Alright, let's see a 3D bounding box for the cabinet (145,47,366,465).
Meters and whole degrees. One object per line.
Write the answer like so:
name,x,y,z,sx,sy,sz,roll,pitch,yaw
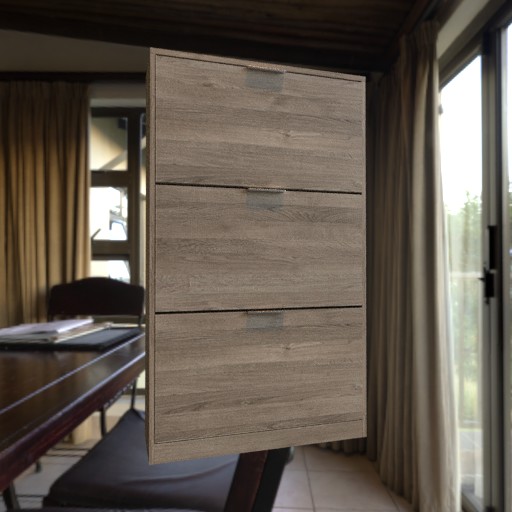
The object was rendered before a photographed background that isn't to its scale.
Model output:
cabinet,0.000,0.000,1.573,0.750,1.280,0.250,0,-1,-17
